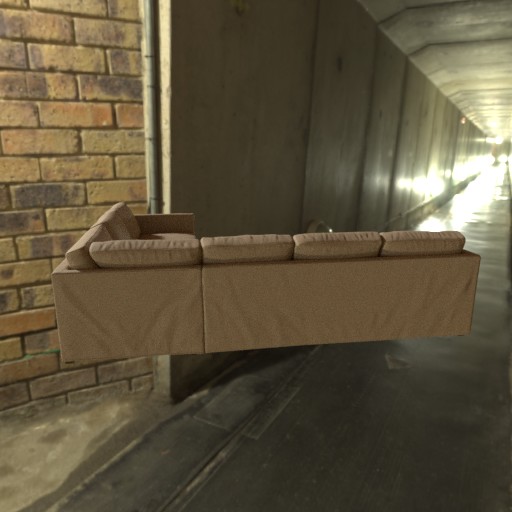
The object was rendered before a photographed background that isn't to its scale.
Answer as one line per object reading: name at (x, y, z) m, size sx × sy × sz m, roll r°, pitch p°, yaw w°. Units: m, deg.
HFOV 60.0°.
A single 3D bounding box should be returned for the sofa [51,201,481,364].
sofa at (0.000, 0.000, 4.415) m, size 3.182 × 0.871 × 2.432 m, roll -2°, pitch 15°, yaw -9°
